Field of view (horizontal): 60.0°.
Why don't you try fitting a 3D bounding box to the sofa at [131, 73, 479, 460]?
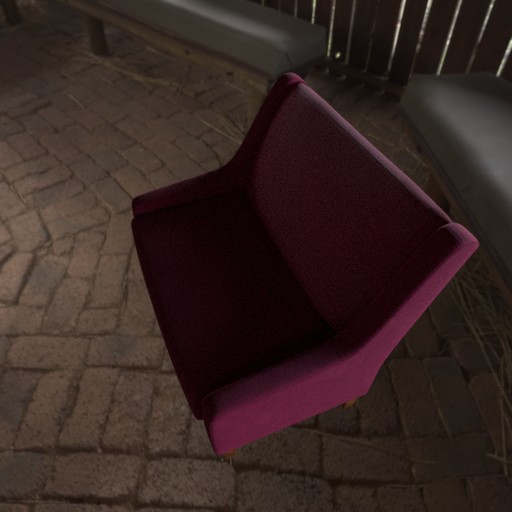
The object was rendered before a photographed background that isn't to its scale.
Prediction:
[{"bbox_3d":[0.000,0.000,1.914,0.946,0.976,1.242,-17,49,-15],"label":"sofa"}]
